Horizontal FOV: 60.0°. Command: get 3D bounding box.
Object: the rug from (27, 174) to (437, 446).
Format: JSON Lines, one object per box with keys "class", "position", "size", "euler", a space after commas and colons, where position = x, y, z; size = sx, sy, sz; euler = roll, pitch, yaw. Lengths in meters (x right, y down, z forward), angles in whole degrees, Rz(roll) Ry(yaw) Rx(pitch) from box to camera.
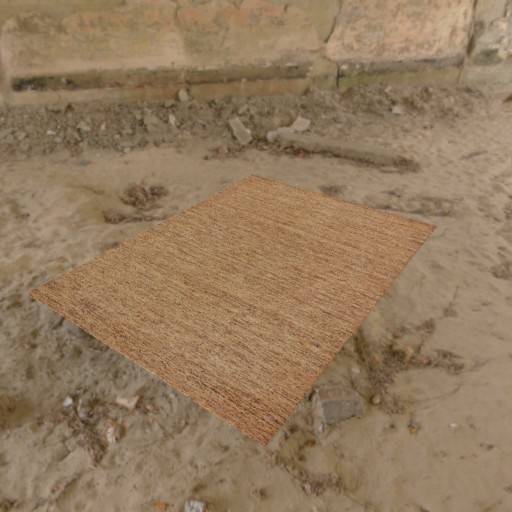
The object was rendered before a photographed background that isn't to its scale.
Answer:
{"class": "rug", "position": [0.000, 0.000, 4.218], "size": [2.438, 0.012, 3.200], "euler": [21, 38, 29]}
